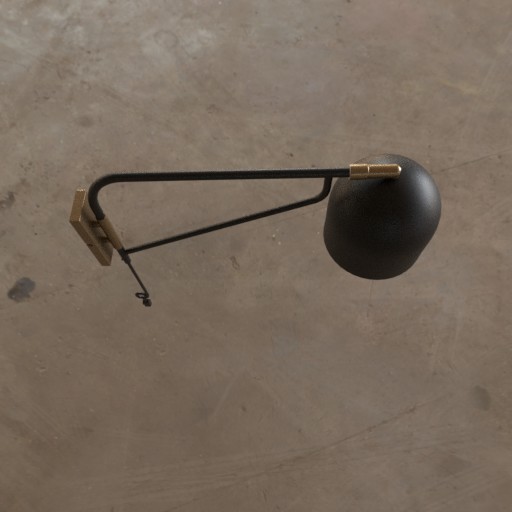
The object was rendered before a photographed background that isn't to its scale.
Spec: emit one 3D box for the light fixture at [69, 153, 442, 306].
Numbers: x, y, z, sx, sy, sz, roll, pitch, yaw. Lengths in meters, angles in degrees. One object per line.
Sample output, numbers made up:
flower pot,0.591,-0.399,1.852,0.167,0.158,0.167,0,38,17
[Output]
light fixture,0.000,0.000,1.066,0.720,0.696,0.215,0,64,0
